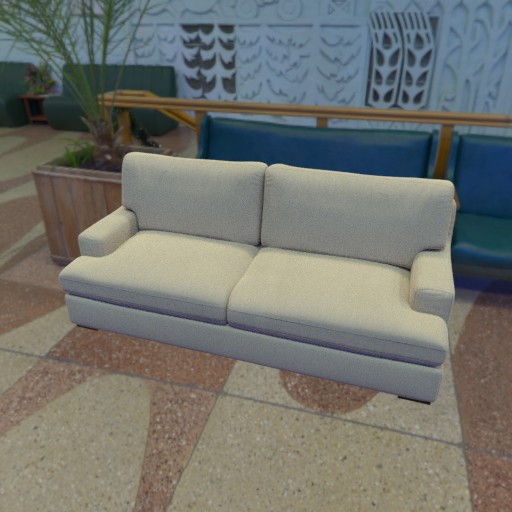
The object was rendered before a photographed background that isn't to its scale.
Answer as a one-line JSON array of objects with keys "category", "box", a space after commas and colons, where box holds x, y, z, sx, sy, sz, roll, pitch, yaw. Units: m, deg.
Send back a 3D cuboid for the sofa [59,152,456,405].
[{"category": "sofa", "box": [0.000, 0.000, 2.596, 2.147, 0.925, 0.929, 9, 29, 16]}]
